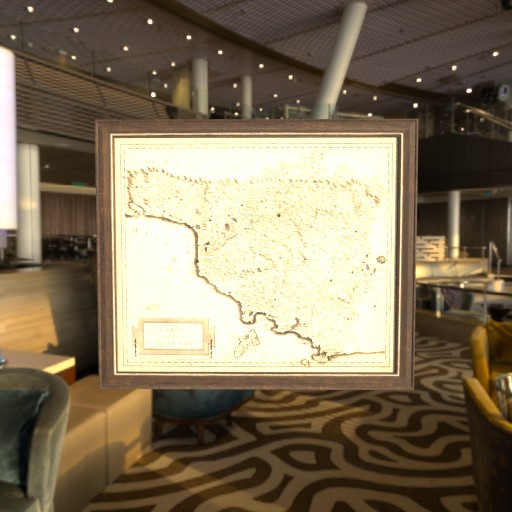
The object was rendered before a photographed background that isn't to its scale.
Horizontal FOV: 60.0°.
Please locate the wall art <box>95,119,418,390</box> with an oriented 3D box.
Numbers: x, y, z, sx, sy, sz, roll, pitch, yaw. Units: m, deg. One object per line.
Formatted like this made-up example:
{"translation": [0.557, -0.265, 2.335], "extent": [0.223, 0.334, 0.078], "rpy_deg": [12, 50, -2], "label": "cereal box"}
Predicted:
{"translation": [0.000, 0.000, 1.446], "extent": [1.033, 0.875, 0.023], "rpy_deg": [0, 3, 1], "label": "wall art"}
